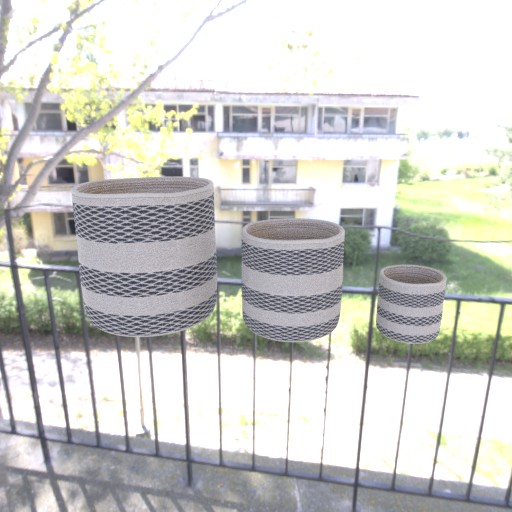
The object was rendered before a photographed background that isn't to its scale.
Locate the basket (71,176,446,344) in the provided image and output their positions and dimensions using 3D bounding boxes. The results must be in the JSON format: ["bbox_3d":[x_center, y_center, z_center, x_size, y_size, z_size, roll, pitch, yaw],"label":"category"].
[{"bbox_3d":[0.000,0.000,1.120,0.917,0.356,0.351,3,17,9],"label":"basket"}]
